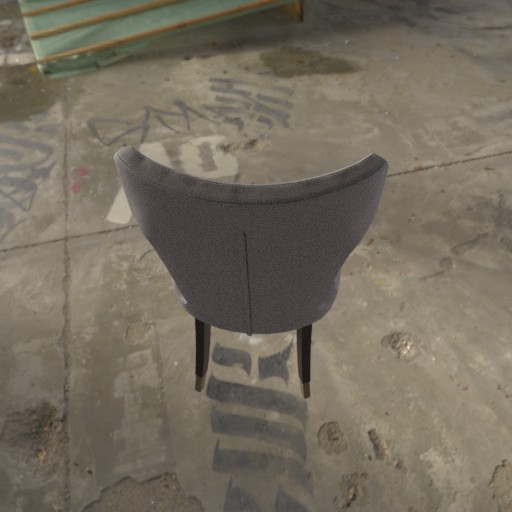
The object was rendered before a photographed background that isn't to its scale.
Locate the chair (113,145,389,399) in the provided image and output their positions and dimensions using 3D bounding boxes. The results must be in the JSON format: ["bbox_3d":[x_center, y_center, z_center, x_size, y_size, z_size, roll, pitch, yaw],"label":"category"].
[{"bbox_3d":[0.000,0.000,1.281,0.526,0.950,0.630,3,47,3],"label":"chair"}]
